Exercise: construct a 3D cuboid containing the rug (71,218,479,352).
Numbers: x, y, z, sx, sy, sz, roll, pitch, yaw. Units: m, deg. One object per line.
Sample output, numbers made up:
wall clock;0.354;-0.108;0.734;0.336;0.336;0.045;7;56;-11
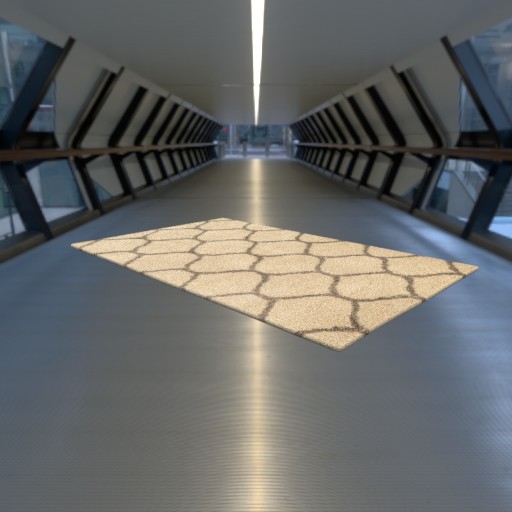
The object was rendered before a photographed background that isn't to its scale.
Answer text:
rug;0.000;0.000;2.971;2.348;0.024;1.501;14;21;42
